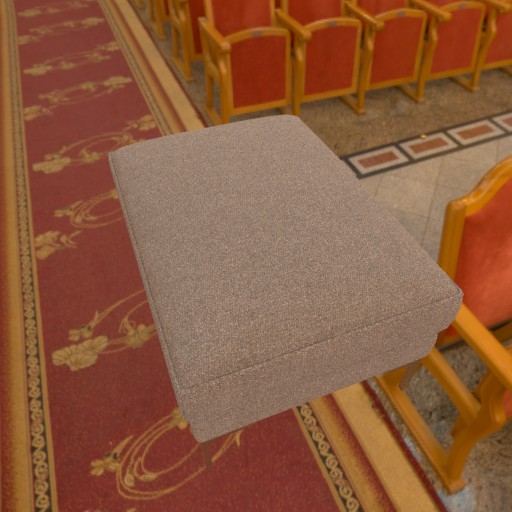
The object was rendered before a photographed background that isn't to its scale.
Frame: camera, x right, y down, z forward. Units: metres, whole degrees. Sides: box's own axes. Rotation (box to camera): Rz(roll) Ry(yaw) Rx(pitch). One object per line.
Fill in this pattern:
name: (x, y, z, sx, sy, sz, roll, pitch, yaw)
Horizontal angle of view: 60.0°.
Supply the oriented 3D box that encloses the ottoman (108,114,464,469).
ottoman: (0.000, 0.000, 1.148, 0.583, 0.464, 0.785, -16, 47, -15)
